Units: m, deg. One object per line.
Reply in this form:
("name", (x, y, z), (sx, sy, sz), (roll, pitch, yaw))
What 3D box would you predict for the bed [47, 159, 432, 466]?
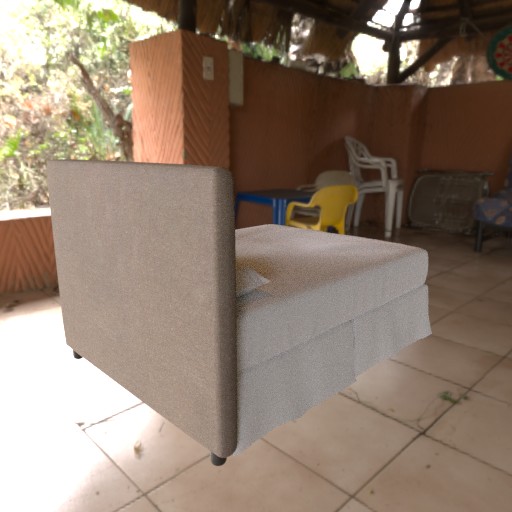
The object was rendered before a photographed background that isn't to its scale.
("bed", (0.000, 0.000, 3.072), (1.723, 1.330, 2.142), (13, 19, 43))
